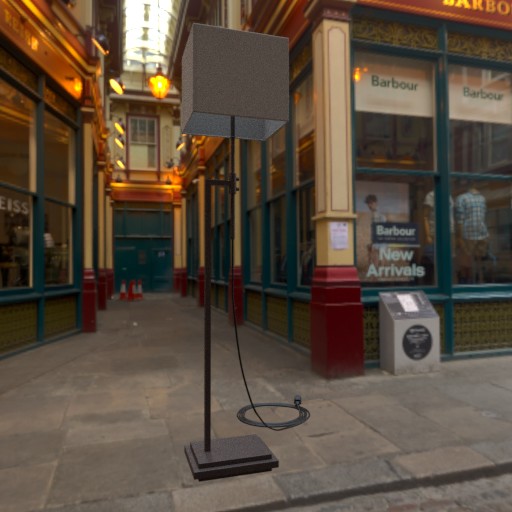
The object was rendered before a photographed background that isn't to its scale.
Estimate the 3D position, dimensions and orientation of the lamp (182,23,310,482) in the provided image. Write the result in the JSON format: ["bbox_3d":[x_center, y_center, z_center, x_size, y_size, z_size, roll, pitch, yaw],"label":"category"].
[{"bbox_3d":[0.000,0.000,1.994,0.698,1.600,0.774,0,-1,-17],"label":"lamp"}]
